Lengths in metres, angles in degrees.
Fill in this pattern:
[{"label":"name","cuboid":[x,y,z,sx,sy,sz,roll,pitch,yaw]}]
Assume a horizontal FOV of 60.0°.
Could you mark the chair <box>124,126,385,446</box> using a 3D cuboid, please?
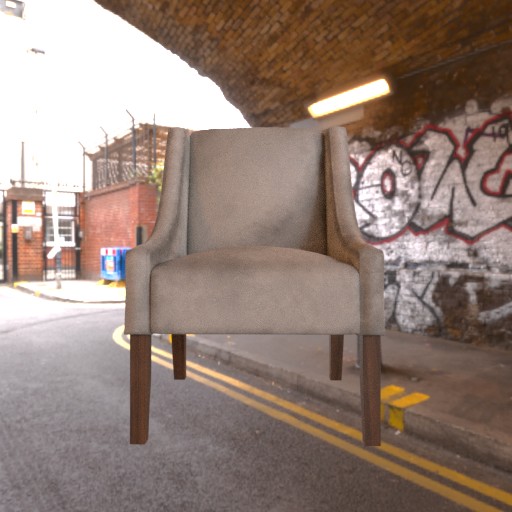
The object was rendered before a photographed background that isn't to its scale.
[{"label":"chair","cuboid":[0.000,0.000,1.337,0.629,0.895,0.629,0,1,1]}]
